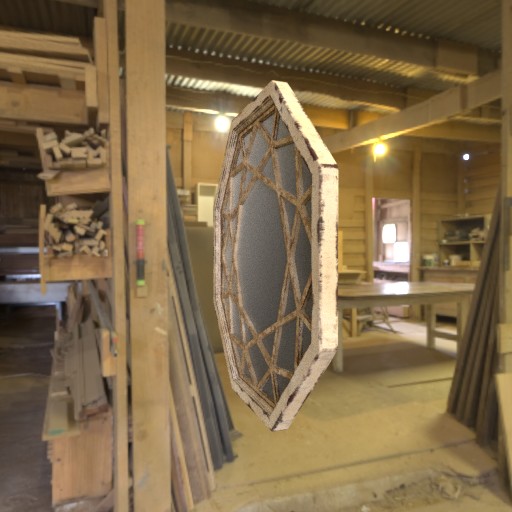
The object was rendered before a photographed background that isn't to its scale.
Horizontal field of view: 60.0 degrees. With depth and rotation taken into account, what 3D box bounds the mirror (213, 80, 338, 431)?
[{"bbox_3d":[0.000,0.000,0.947,0.031,0.648,0.648,0,1,-19],"label":"mirror"}]
